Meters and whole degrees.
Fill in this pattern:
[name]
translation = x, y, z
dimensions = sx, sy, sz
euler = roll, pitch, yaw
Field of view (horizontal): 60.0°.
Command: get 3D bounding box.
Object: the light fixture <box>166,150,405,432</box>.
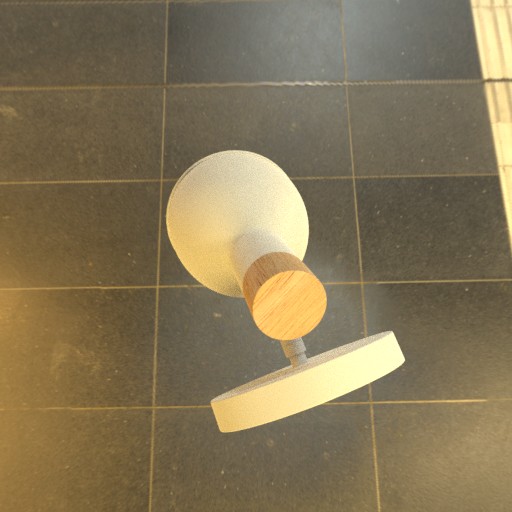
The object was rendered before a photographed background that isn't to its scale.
[light fixture]
translation = 0.000, 0.000, 0.332
dimensions = 0.127, 0.199, 0.209
euler = -20, 77, -5
